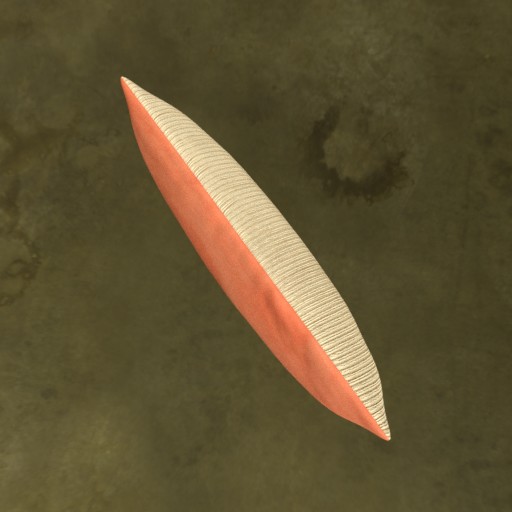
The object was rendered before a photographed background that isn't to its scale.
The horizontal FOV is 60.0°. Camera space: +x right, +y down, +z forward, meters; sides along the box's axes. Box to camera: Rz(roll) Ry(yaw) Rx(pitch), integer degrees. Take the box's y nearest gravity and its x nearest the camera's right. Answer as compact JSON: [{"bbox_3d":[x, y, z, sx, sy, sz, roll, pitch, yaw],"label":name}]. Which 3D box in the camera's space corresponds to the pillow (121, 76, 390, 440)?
[{"bbox_3d":[0.000,0.000,0.732,0.155,0.307,0.608,-35,79,-8],"label":"pillow"}]
